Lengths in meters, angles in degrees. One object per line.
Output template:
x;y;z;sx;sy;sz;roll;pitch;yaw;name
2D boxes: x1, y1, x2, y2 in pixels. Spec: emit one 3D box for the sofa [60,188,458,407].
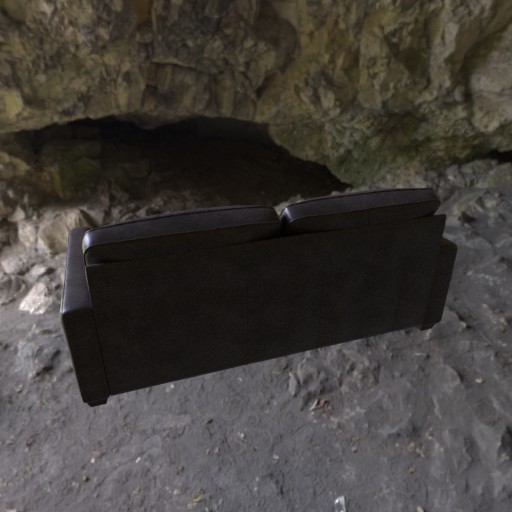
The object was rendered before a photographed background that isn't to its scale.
0.000;0.000;2.593;2.081;0.916;0.939;-9;28;-17;sofa
